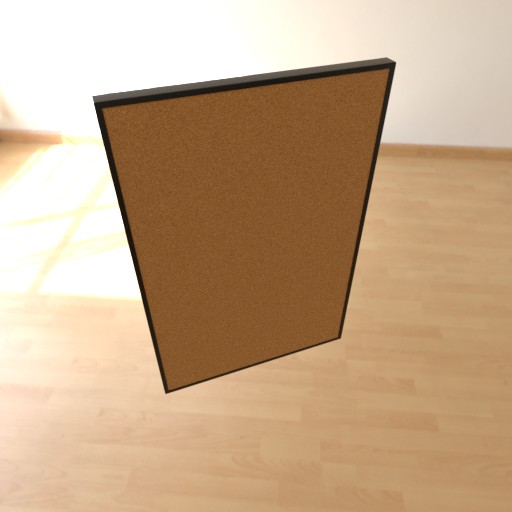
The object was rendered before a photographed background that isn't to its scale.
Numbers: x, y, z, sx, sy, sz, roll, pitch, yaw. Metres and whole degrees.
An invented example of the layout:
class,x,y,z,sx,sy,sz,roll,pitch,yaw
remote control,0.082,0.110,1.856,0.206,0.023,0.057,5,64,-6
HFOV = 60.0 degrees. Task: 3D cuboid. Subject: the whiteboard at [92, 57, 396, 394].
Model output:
class,x,y,z,sx,sy,sz,roll,pitch,yaw
whiteboard,0.000,0.000,0.769,0.406,0.611,0.026,-14,43,-15
